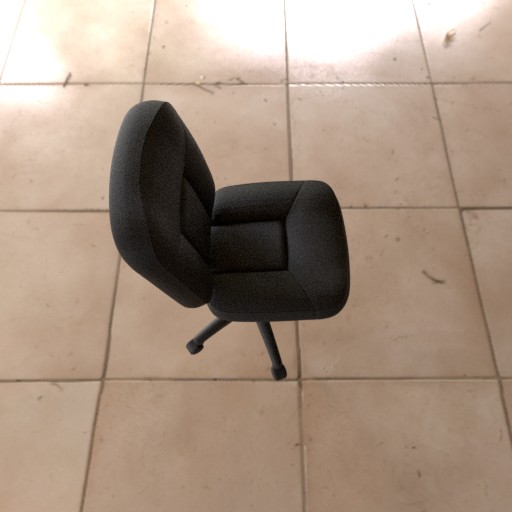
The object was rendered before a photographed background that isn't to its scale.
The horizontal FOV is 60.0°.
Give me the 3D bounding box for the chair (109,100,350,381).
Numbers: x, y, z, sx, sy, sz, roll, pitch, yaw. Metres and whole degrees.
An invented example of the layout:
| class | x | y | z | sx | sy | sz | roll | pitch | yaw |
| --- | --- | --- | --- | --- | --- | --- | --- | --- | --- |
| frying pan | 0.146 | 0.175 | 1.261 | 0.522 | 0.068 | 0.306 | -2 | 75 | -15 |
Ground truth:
| class | x | y | z | sx | sy | sz | roll | pitch | yaw |
| --- | --- | --- | --- | --- | --- | --- | --- | --- | --- |
| chair | 0.000 | 0.000 | 1.363 | 0.610 | 0.972 | 0.610 | -1 | 65 | 0 |
